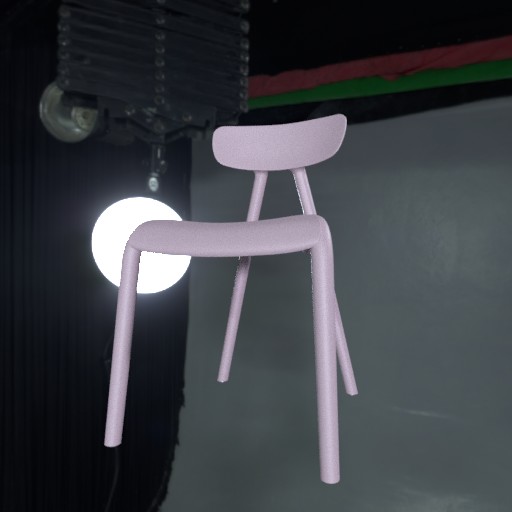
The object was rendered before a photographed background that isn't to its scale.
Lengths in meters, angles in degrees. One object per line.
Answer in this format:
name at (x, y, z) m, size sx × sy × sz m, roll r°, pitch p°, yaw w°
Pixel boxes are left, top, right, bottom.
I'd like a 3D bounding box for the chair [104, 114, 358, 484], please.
chair at (0.000, 0.000, 0.802) m, size 0.356 × 0.580 × 0.401 m, roll 0°, pitch 0°, yaw 19°
